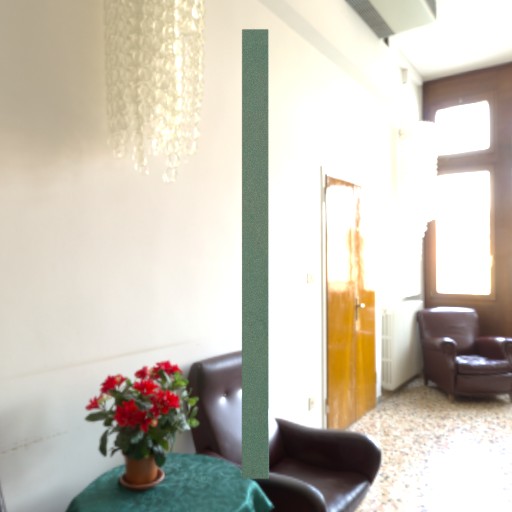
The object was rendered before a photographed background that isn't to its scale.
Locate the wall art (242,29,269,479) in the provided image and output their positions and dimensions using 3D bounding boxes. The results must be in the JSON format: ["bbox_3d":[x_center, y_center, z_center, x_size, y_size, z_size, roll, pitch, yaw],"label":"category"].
[{"bbox_3d":[0.000,0.000,0.895,0.036,0.603,0.603,0,-1,0],"label":"wall art"}]
